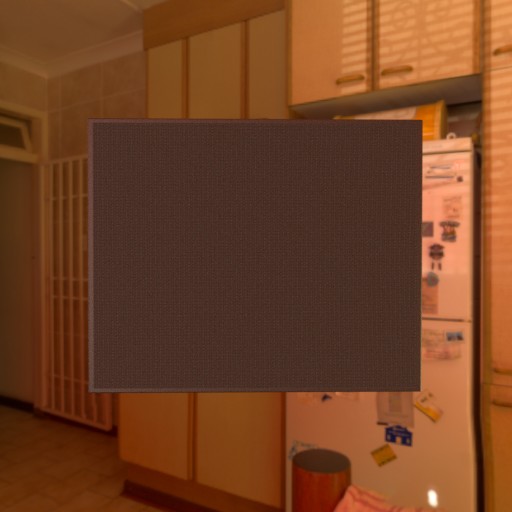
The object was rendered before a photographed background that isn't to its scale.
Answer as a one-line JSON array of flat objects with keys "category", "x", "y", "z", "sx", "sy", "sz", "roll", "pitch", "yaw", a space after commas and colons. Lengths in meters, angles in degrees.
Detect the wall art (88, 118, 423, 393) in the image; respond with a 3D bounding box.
[{"category": "wall art", "x": 0.000, "y": 0.000, "z": 0.755, "sx": 0.559, "sy": 0.458, "sz": 0.029, "roll": 0, "pitch": 1, "yaw": -1}]
